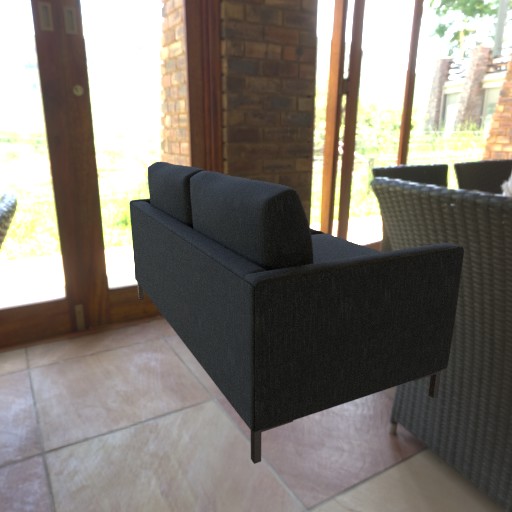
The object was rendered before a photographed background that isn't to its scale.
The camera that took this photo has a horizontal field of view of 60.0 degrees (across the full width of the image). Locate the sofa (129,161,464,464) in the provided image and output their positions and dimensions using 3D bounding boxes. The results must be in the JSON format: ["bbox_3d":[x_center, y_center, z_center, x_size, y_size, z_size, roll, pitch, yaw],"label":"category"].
[{"bbox_3d":[0.000,0.000,2.177,0.866,0.862,1.716,-8,18,-26],"label":"sofa"}]
